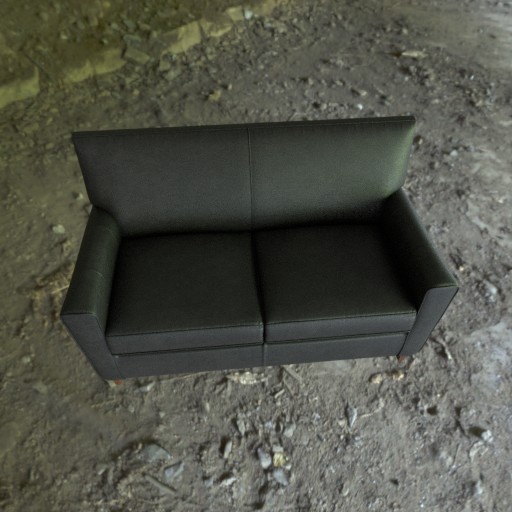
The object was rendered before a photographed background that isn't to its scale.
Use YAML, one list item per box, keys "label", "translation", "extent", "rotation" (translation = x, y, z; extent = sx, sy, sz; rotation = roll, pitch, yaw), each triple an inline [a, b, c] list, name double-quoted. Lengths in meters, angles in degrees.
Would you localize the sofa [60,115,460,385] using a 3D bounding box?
- label: "sofa"
  translation: [0.000, 0.000, 1.957]
  extent: [1.473, 0.871, 0.787]
  rotation: [-4, 46, -4]
